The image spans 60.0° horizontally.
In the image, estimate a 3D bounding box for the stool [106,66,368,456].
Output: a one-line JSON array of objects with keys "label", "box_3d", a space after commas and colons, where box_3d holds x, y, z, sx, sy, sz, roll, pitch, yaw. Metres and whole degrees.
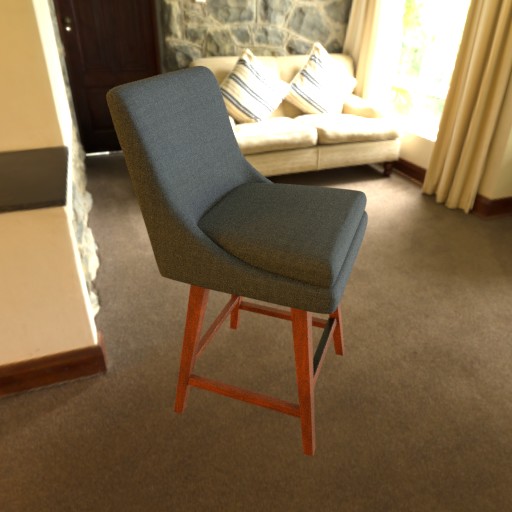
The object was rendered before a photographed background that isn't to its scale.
[{"label": "stool", "box_3d": [0.000, 0.000, 1.195, 0.524, 0.895, 0.467, 11, 32, 18]}]
